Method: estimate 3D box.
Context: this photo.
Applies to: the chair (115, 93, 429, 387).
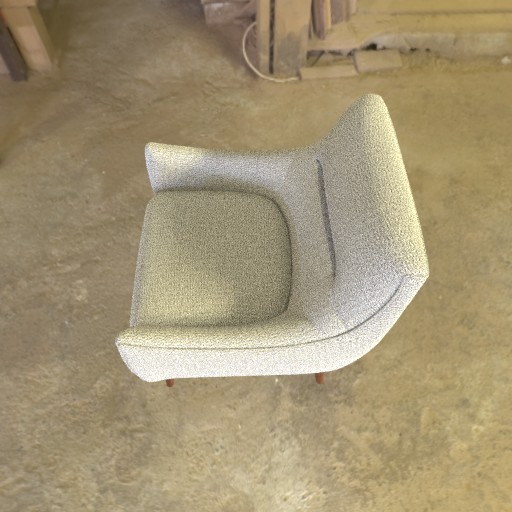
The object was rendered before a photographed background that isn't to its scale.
[{"bbox_3d":[0.000,0.000,1.460,0.787,0.838,0.762,-1,58,-1],"label":"chair"}]
